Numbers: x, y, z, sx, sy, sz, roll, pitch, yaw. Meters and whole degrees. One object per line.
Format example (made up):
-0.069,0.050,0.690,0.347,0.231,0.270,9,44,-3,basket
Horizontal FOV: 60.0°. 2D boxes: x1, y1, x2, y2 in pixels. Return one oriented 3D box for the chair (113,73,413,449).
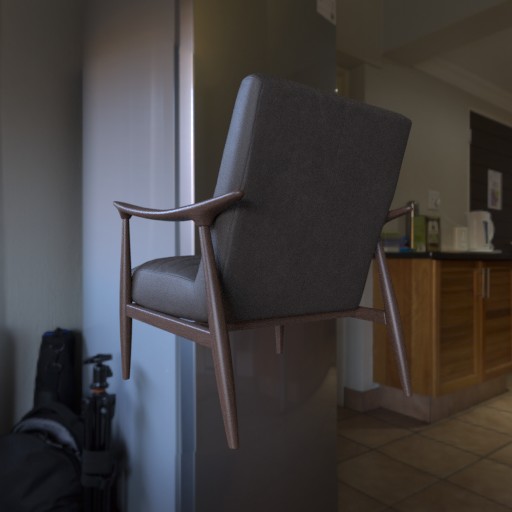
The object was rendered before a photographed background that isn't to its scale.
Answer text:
0.000,0.000,1.435,0.741,0.831,0.798,0,1,-35,chair
